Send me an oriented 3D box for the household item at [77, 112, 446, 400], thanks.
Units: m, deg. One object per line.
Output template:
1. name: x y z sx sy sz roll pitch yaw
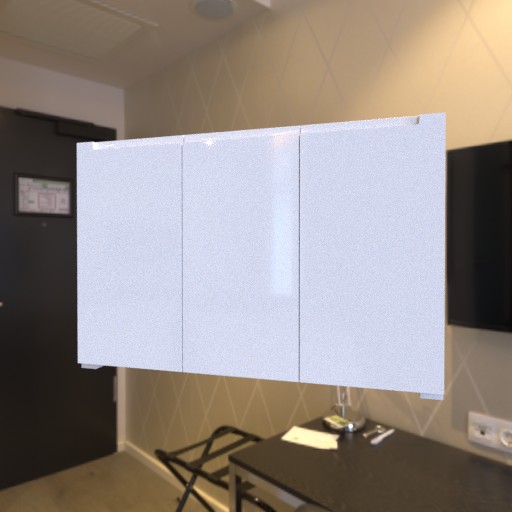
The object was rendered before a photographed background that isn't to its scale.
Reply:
1. household item: 0.000 0.000 1.708 1.300 0.867 0.420 0 1 17
